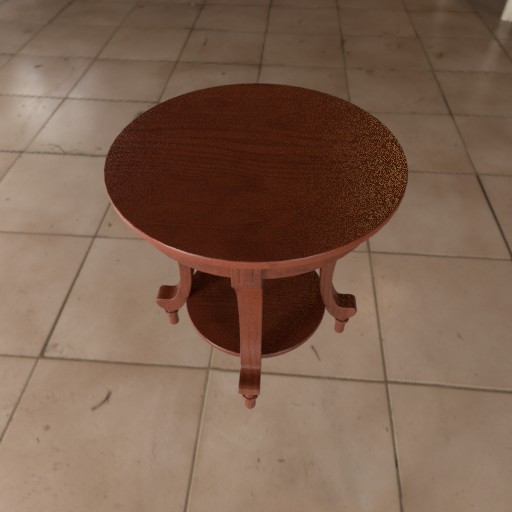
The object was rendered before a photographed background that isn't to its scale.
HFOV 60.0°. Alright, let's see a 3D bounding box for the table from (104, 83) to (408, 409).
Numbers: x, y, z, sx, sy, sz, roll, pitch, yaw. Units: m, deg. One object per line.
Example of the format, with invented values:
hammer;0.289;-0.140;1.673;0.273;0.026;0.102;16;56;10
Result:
table;0.000;0.000;1.113;0.597;0.612;0.597;0;47;0
